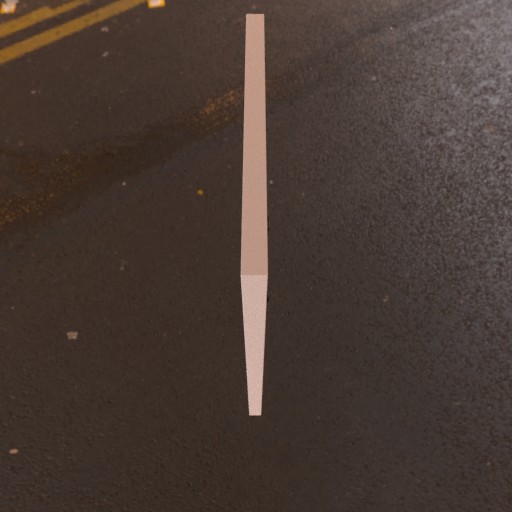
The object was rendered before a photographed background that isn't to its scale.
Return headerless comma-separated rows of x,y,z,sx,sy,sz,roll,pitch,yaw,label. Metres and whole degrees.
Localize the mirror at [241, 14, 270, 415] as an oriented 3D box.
0.000,0.000,1.144,0.041,0.915,0.609,0,59,0,mirror
